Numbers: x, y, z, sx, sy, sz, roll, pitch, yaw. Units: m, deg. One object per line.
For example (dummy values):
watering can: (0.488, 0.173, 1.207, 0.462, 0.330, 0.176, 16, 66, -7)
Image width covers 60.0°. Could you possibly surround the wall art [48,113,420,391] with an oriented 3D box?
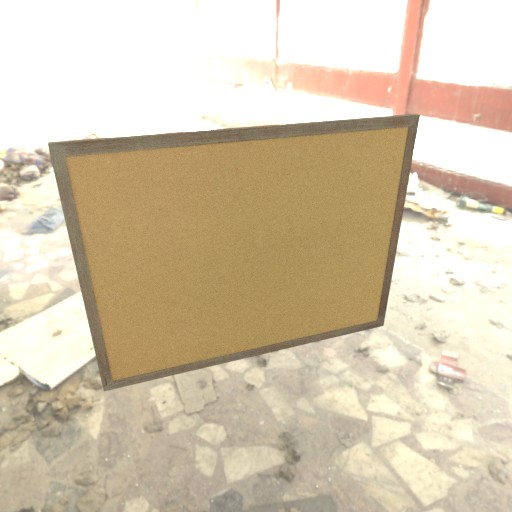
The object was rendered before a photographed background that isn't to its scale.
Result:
wall art: (0.000, 0.000, 1.351, 1.012, 0.774, 0.019, -9, 30, -17)
